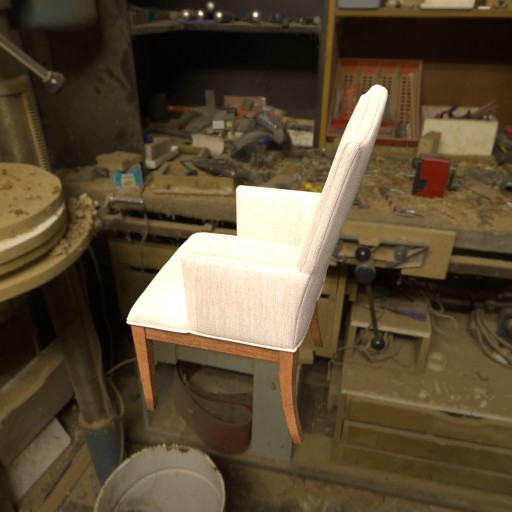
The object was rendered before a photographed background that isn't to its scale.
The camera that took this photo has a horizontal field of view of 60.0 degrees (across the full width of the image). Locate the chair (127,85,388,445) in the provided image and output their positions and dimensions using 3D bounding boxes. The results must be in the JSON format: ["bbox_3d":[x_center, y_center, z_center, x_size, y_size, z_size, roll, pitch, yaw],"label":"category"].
[{"bbox_3d":[0.000,0.000,1.362,0.641,1.016,0.533,8,31,13],"label":"chair"}]
